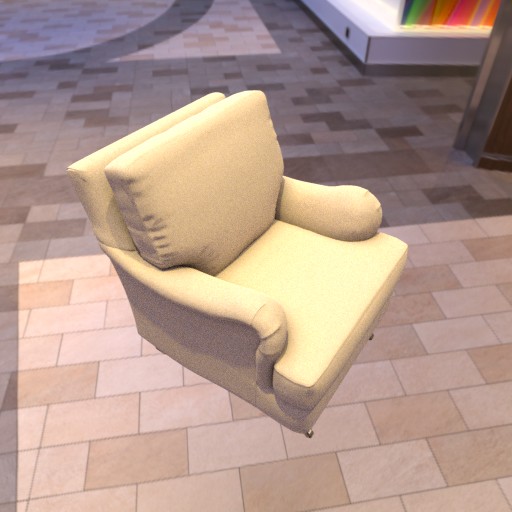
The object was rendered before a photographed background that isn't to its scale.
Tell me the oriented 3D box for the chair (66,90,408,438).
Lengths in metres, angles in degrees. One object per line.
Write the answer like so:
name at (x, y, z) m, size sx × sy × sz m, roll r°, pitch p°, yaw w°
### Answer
chair at (0.000, 0.000, 1.879) m, size 1.078 × 1.076 × 0.895 m, roll 25°, pitch 48°, yaw 25°
